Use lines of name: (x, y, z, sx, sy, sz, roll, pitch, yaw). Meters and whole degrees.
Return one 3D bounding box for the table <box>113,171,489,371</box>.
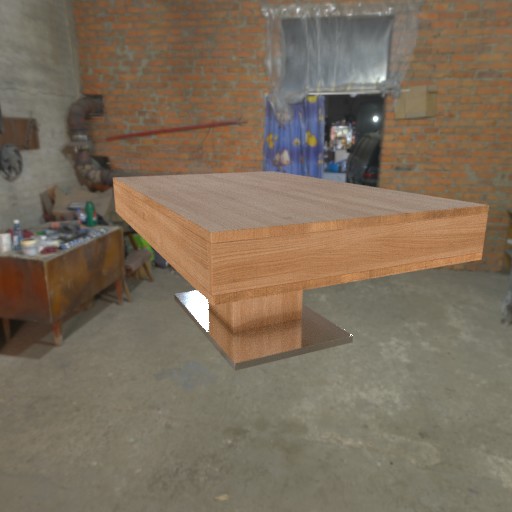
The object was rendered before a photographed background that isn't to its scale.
table: (0.000, 0.000, 1.440, 0.700, 0.440, 1.100, -7, 17, -25)
